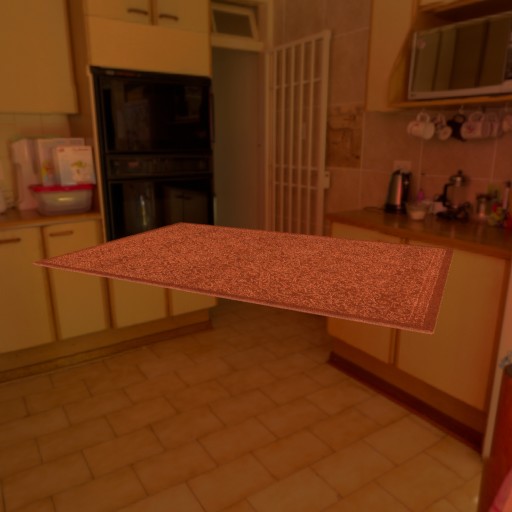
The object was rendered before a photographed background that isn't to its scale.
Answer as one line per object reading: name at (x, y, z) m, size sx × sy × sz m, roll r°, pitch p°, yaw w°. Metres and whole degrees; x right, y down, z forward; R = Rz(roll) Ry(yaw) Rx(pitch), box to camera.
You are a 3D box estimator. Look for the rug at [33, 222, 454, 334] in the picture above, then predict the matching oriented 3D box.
rug at (0.000, 0.000, 2.295) m, size 1.829 × 0.010 × 1.219 m, roll 7°, pitch 16°, yaw 25°
